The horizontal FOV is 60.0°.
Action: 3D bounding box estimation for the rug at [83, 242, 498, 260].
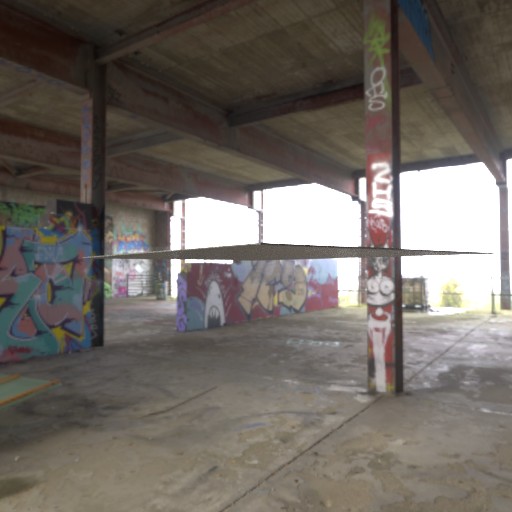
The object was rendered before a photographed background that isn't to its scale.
[{"bbox_3d":[0.000,0.000,3.622,2.005,0.013,2.890,1,-2,-35],"label":"rug"}]
